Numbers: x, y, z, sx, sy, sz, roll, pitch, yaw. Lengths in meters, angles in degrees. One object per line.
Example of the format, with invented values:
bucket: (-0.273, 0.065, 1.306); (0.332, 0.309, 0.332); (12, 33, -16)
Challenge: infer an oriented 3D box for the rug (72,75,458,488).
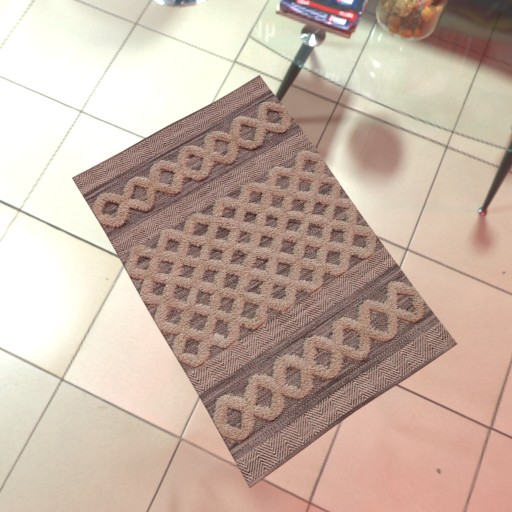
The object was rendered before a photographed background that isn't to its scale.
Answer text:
rug: (0.000, 0.000, 2.297); (1.222, 0.030, 1.823); (-32, 78, -8)
